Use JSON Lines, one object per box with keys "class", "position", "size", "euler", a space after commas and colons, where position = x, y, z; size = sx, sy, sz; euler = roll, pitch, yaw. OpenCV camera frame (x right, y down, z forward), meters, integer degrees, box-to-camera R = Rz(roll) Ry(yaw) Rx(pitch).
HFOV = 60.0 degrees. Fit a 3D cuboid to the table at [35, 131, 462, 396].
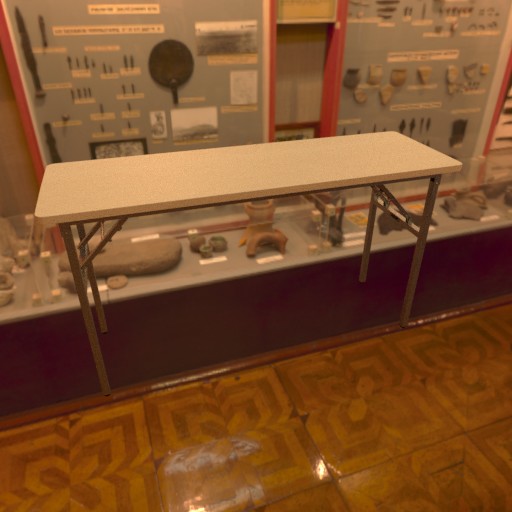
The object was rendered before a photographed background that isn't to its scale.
{"class": "table", "position": [0.000, 0.000, 1.744], "size": [1.397, 0.750, 0.446], "euler": [-9, 32, -15]}
